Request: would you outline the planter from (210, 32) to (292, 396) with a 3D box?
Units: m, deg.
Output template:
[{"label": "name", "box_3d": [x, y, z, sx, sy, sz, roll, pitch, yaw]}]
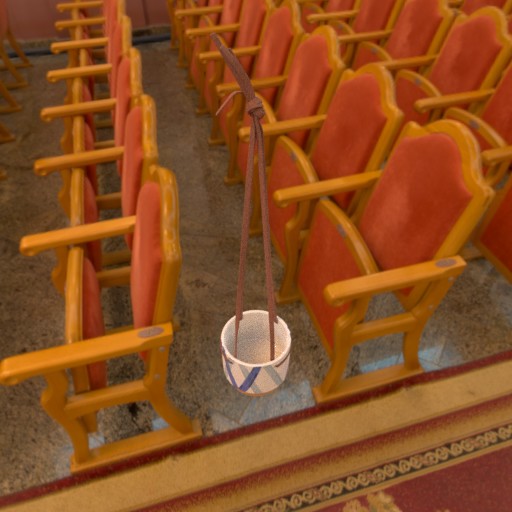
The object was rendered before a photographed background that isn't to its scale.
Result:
[{"label": "planter", "box_3d": [0.000, 0.000, 0.800, 0.157, 0.753, 0.153, -11, 44, -11]}]
